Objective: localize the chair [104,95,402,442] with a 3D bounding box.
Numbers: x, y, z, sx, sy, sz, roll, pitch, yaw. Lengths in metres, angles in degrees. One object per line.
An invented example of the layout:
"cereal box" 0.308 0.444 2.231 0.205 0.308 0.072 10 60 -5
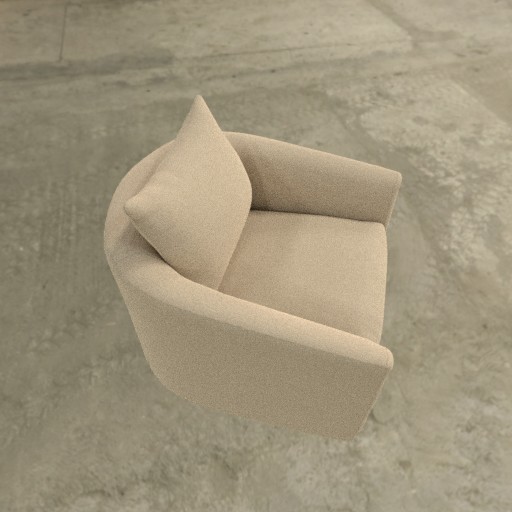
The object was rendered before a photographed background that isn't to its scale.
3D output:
"chair" 0.000 0.000 1.545 0.910 0.848 0.845 10 48 9
